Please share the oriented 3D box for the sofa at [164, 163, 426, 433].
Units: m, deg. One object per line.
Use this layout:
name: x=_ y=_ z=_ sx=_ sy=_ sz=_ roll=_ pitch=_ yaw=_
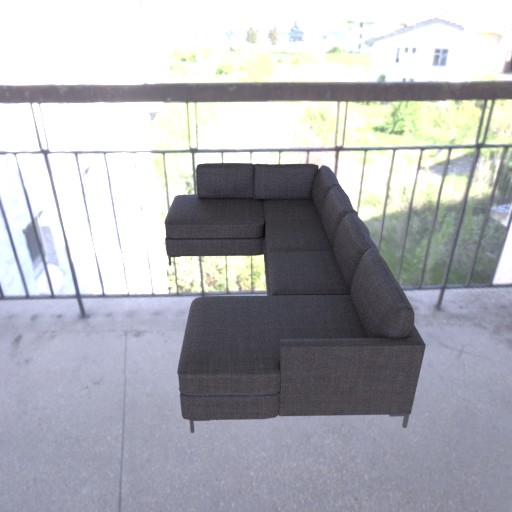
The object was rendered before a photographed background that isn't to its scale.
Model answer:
sofa: x=0.000 y=0.000 z=4.321 sx=2.048 sy=0.999 sz=3.423 roll=-1 pitch=27 yaw=-1
